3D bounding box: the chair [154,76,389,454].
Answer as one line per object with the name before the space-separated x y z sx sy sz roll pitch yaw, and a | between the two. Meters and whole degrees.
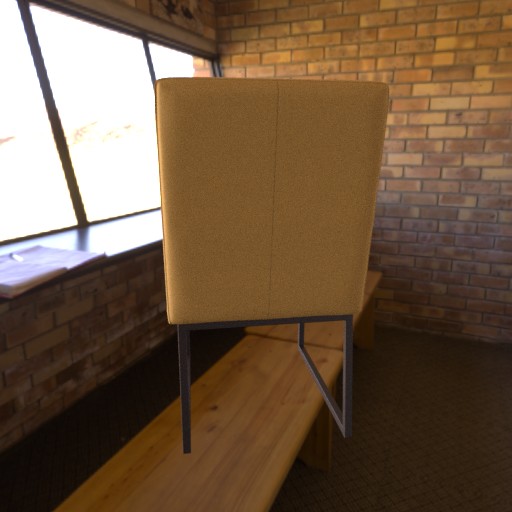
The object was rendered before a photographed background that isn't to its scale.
chair | 0.000 0.000 1.329 0.520 0.930 0.634 -2 14 -8
